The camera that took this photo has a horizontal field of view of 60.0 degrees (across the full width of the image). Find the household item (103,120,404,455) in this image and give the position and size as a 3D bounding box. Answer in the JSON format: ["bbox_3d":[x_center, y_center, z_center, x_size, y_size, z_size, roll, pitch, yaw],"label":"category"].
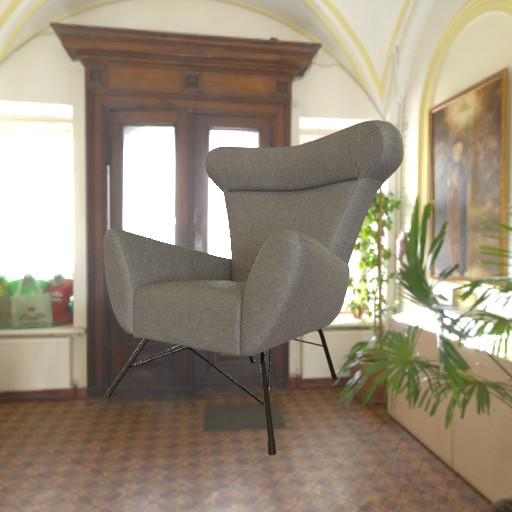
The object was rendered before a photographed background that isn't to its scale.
[{"bbox_3d":[0.000,0.000,1.773,0.980,1.050,0.900,1,2,36],"label":"household item"}]
